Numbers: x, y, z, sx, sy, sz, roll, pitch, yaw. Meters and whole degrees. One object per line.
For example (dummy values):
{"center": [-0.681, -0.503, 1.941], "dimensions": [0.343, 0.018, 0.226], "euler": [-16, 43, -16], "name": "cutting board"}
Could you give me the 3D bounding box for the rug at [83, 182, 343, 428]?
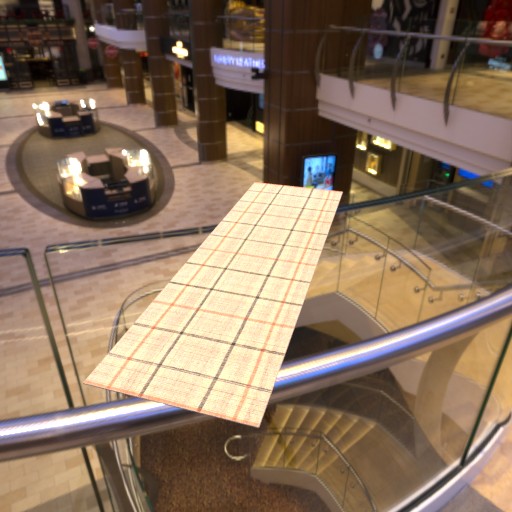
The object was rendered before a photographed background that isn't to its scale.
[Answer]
{"center": [0.000, 0.000, 2.754], "dimensions": [0.762, 0.008, 2.439], "euler": [9, 31, 15], "name": "rug"}
